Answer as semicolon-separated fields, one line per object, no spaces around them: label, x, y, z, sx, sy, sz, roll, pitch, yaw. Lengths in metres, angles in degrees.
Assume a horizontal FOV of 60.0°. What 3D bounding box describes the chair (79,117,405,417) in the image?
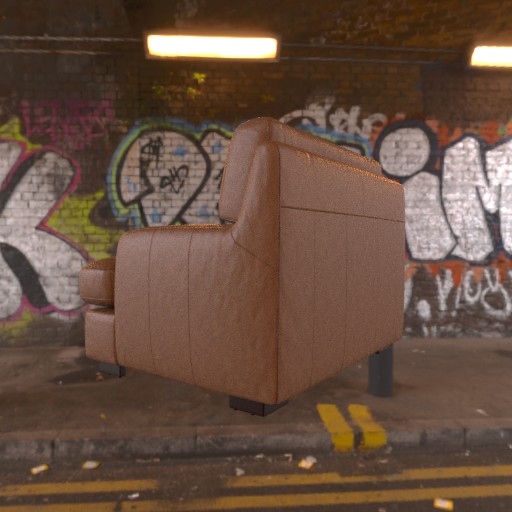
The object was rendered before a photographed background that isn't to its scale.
chair;0.000;0.000;2.074;1.050;0.978;1.276;1;2;36
